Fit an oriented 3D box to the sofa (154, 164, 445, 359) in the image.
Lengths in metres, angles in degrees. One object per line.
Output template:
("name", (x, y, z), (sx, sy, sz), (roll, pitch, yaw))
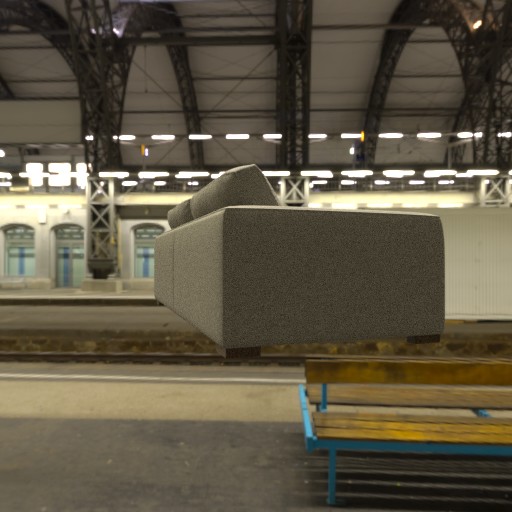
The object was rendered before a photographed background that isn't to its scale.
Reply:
("sofa", (0.000, 0.000, 2.872), (1.070, 0.801, 2.262), (0, 0, -19))
